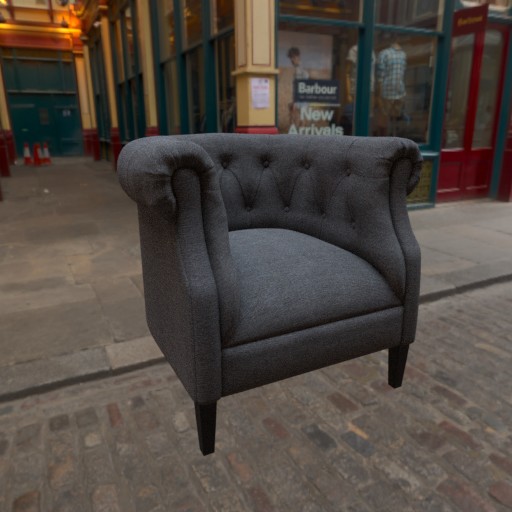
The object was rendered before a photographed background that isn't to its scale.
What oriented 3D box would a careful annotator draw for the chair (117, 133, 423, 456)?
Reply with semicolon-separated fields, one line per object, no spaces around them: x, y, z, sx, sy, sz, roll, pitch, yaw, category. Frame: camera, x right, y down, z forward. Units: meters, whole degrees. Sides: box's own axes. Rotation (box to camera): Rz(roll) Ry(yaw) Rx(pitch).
0.000;0.000;1.571;0.905;0.827;0.852;-9;19;-26;chair
